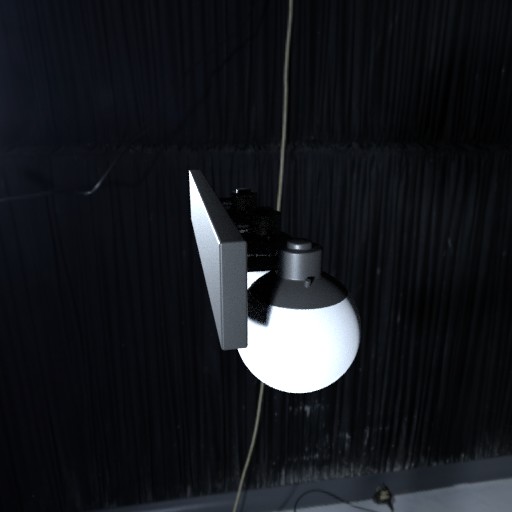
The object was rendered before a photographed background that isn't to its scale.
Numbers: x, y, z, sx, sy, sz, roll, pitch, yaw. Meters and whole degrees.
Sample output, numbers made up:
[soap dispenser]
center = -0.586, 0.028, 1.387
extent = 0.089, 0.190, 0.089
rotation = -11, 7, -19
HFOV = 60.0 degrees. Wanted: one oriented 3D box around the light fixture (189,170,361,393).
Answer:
[light fixture]
center = 0.000, 0.000, 0.877
extent = 0.218, 0.263, 0.721
rotation = -3, 18, -10
